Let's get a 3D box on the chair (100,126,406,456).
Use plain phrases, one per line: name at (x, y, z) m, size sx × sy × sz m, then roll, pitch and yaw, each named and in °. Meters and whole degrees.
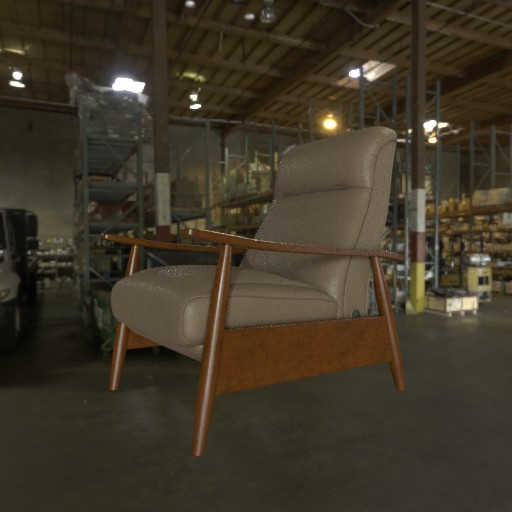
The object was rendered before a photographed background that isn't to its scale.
chair at (0.000, 0.000, 1.787) m, size 1.014 × 1.082 × 0.762 m, roll -1°, pitch 2°, yaw -36°
